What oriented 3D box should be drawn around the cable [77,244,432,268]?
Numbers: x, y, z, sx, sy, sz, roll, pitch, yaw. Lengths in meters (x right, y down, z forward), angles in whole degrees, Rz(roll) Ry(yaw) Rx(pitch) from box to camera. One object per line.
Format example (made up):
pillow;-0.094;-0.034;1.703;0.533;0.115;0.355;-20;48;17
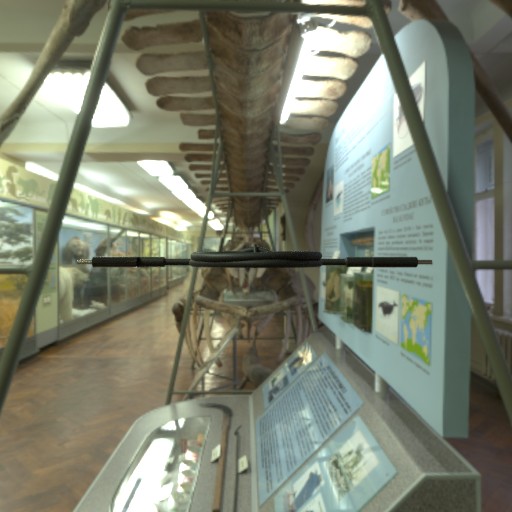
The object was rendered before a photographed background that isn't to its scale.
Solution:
cable;0.000;0.000;0.232;0.203;0.014;0.070;0;0;-1
